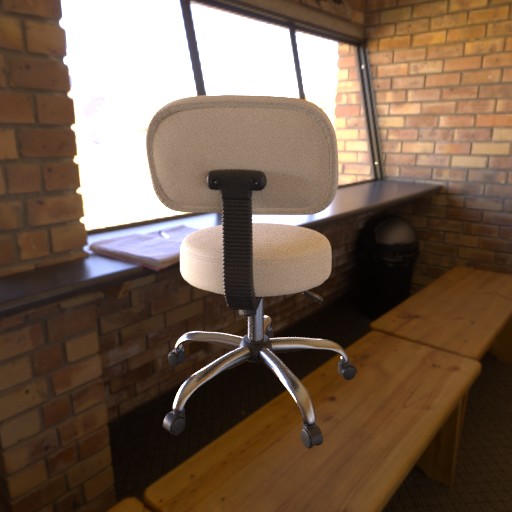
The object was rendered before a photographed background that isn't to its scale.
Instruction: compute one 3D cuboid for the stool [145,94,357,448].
[{"bbox_3d":[0.000,0.000,1.243,0.609,0.810,0.616,2,16,8],"label":"stool"}]
